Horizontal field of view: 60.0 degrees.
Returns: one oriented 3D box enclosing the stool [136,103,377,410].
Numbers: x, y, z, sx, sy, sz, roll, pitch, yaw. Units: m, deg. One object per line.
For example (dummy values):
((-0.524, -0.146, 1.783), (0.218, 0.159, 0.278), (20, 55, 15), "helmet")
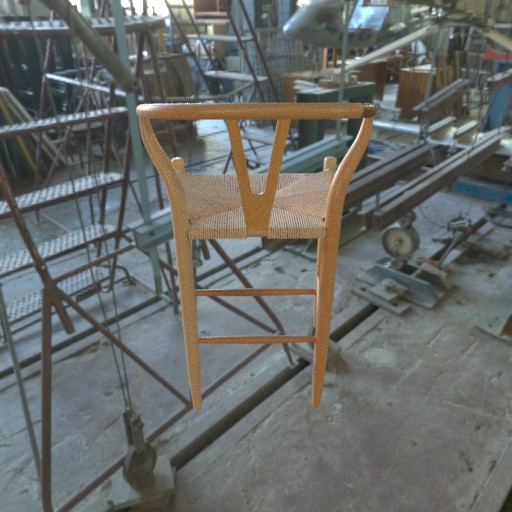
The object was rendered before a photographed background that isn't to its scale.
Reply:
((0.000, 0.000, 1.251), (0.536, 0.923, 0.575), (-1, 29, -1), "stool")
